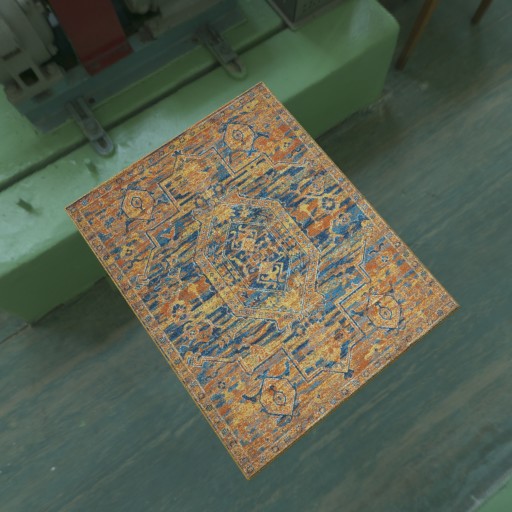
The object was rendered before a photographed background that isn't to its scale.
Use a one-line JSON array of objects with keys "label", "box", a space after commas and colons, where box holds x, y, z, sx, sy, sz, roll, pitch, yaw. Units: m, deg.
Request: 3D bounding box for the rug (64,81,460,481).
[{"label": "rug", "box": [0.000, 0.000, 4.209, 2.435, 0.031, 3.040, -36, 77, -9]}]
